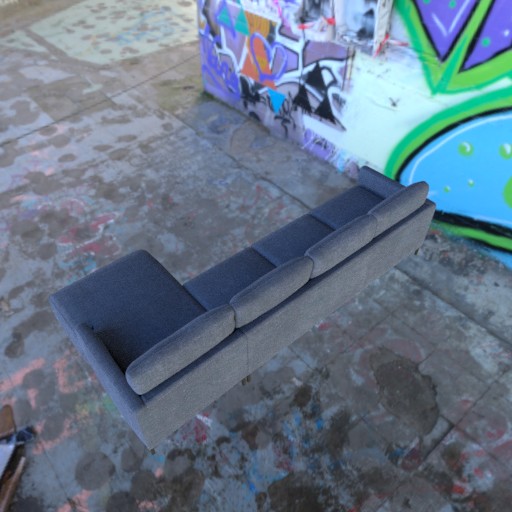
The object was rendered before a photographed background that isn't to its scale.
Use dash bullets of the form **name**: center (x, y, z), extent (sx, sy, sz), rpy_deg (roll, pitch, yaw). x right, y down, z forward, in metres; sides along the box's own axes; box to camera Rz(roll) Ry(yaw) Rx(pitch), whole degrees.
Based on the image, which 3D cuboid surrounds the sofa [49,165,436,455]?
- **sofa**: center (0.000, 0.000, 3.567), extent (2.932, 0.810, 1.350), rpy_deg (-31, 52, -27)
